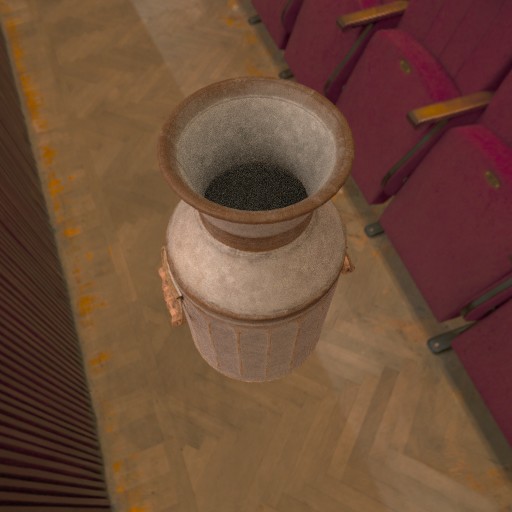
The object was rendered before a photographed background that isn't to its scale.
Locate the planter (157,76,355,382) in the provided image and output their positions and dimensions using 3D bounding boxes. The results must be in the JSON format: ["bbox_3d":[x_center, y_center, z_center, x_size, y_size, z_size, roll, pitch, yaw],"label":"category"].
[{"bbox_3d":[0.000,0.000,0.551,0.245,0.396,0.214,-16,61,-9],"label":"planter"}]
